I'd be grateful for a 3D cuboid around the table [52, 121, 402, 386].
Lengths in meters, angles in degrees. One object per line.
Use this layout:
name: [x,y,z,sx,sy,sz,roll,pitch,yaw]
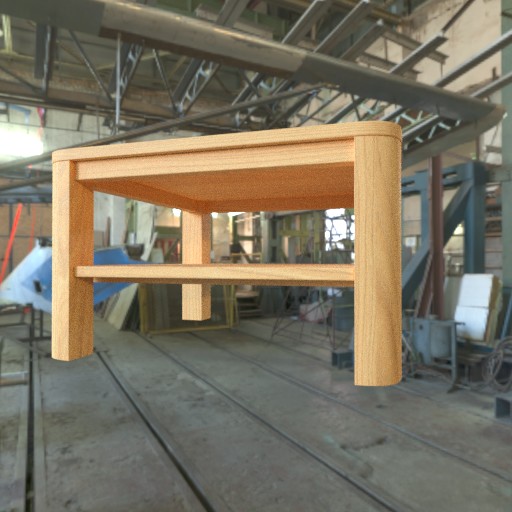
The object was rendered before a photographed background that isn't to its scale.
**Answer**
table: [0.000,0.000,1.203,0.750,0.450,0.750,0,-1,18]
